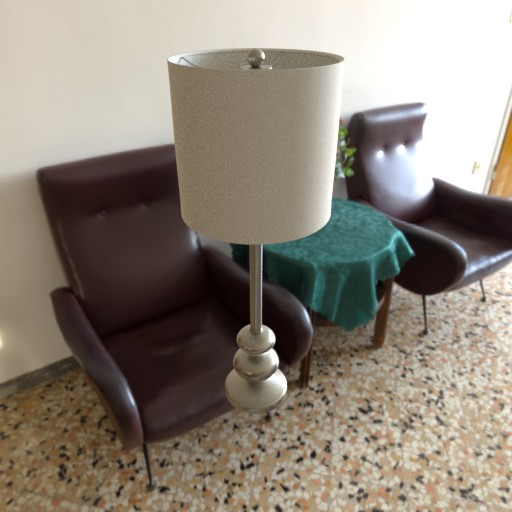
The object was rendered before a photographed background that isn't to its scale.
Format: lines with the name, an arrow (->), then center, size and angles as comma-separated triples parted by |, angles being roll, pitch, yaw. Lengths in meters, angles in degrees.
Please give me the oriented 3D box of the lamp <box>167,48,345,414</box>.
lamp -> 0.000, 0.000, 0.809 | 0.254, 0.690, 0.254 | 11, 32, 18
